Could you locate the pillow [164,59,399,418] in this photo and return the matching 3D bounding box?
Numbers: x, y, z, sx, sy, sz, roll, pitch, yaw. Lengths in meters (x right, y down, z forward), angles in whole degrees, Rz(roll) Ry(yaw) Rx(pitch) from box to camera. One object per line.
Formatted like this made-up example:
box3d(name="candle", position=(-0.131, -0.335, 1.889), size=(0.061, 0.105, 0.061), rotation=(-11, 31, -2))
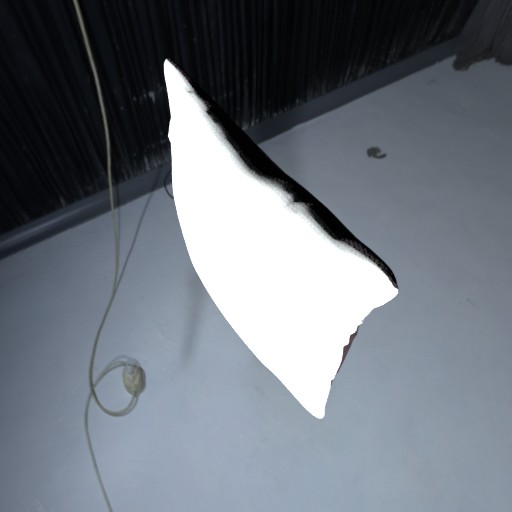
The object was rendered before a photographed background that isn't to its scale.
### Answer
box3d(name="pillow", position=(0.000, 0.000, 0.728), size=(0.178, 0.473, 0.475), rotation=(-29, 62, -18))
